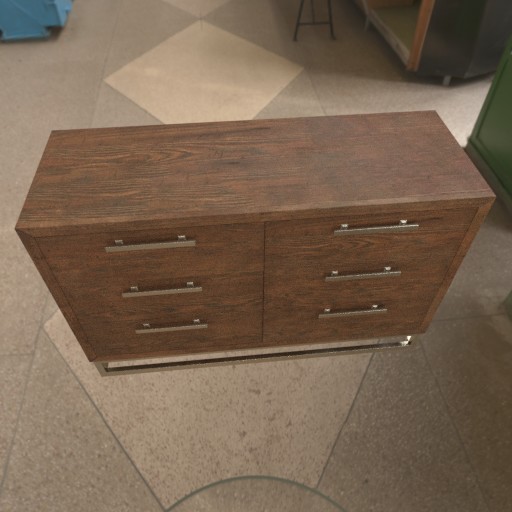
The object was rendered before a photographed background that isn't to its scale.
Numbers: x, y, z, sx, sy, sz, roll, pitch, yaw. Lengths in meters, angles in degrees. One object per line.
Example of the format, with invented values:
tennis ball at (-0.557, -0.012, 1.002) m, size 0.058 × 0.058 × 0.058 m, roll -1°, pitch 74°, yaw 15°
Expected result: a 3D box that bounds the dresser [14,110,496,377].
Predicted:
dresser at (0.000, 0.000, 2.085) m, size 1.646 × 1.061 × 0.623 m, roll -4°, pitch 48°, yaw -4°
